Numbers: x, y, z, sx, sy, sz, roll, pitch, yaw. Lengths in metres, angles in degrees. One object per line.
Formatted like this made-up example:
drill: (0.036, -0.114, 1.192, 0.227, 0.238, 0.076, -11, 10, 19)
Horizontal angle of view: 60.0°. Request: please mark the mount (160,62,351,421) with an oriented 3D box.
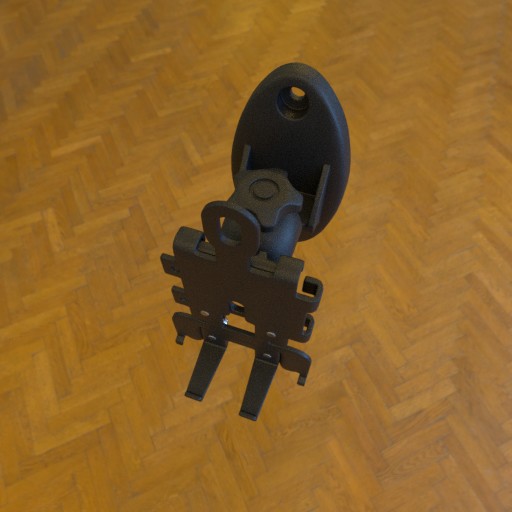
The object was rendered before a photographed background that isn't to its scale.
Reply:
mount: (0.000, 0.000, 0.178, 0.066, 0.118, 0.100, 16, 59, 10)
